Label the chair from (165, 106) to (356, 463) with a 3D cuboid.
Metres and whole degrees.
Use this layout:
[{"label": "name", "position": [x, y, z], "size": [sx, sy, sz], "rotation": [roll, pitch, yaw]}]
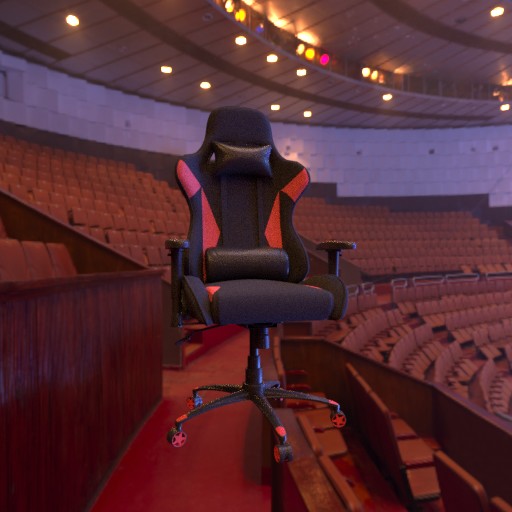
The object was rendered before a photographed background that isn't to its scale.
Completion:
[{"label": "chair", "position": [0.000, 0.000, 1.716], "size": [0.695, 1.326, 0.658], "rotation": [0, 0, -17]}]
